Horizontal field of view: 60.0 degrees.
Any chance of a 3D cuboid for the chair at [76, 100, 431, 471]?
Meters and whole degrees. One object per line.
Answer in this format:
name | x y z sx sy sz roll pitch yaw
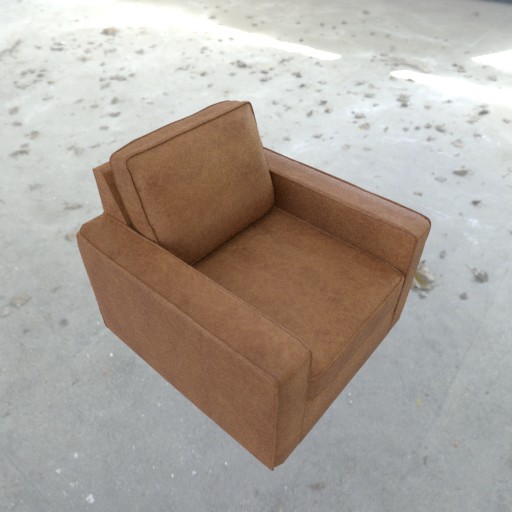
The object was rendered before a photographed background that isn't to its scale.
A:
chair | 0.000 0.000 1.737 1.027 0.901 0.987 28 49 27
